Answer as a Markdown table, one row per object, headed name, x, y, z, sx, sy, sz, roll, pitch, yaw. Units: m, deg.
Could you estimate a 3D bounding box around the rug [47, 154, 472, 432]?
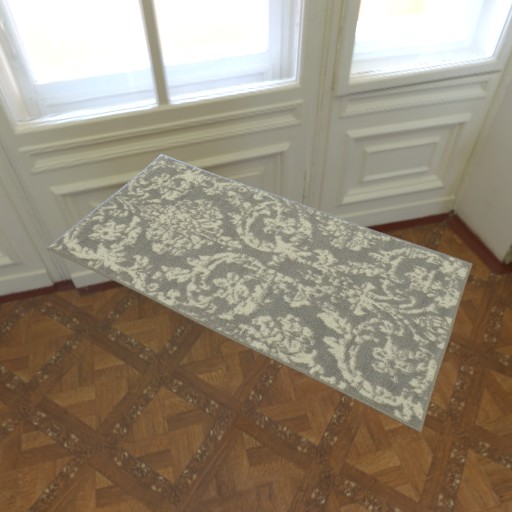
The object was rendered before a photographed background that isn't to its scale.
| name | x | y | z | sx | sy | sz | roll | pitch | yaw |
| --- | --- | --- | --- | --- | --- | --- | --- | --- | --- |
| rug | 0.000 | 0.000 | 1.413 | 1.219 | 0.007 | 0.604 | 22 | 51 | 19 |
